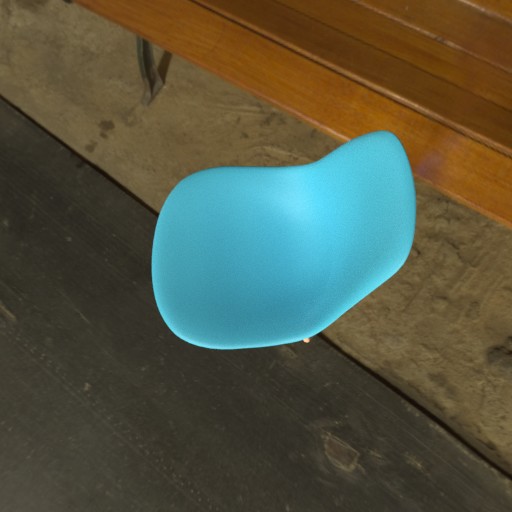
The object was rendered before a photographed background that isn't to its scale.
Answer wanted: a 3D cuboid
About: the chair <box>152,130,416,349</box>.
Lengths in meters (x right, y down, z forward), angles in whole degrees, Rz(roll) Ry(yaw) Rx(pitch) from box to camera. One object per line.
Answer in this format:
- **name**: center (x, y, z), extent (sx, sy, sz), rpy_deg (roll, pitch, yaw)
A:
- **chair**: center (0.000, 0.000, 1.136), extent (0.531, 0.826, 0.470), rpy_deg (-1, 75, 0)
